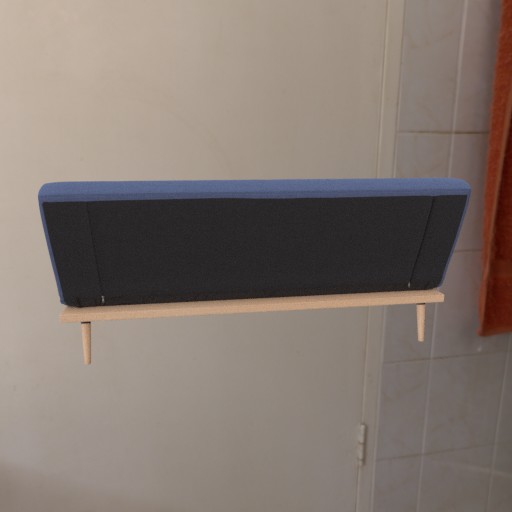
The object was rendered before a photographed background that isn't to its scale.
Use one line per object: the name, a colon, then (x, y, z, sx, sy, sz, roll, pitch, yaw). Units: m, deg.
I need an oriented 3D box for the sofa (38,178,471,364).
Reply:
sofa: (0.000, 0.000, 2.229, 1.800, 0.800, 0.796, -2, 14, -9)
